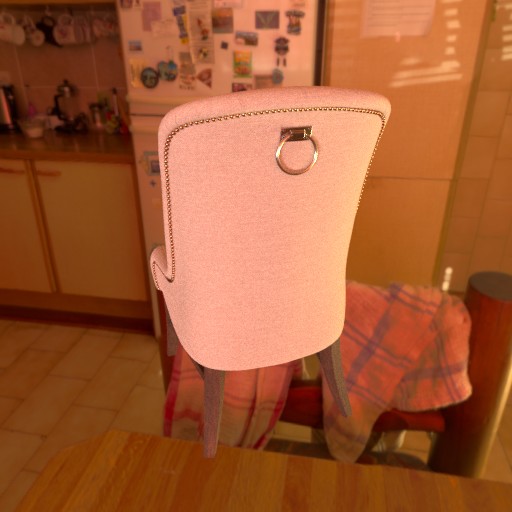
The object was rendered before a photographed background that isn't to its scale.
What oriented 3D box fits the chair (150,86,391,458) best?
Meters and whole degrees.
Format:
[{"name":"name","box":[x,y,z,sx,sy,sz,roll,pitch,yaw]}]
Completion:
[{"name":"chair","box":[0.000,0.000,1.467,0.634,1.091,0.629,-9,27,-18]}]
